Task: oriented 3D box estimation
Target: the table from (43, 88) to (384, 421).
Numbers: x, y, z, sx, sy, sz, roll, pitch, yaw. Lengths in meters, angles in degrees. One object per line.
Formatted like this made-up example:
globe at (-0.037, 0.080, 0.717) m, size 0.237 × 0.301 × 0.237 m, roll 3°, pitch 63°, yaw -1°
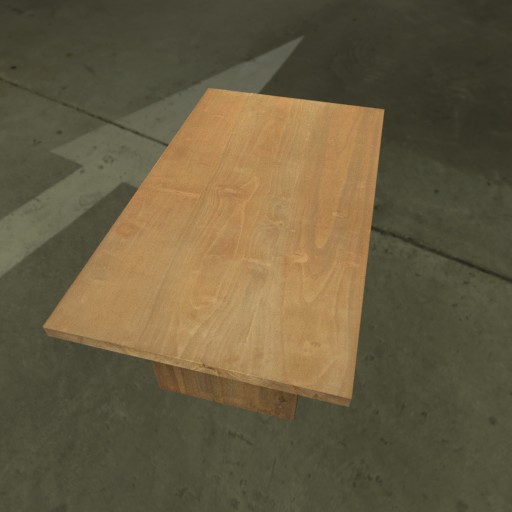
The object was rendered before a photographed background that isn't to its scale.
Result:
table at (0.000, 0.000, 2.100) m, size 0.946 × 0.780 × 1.609 m, roll 11°, pitch 48°, yaw 10°
